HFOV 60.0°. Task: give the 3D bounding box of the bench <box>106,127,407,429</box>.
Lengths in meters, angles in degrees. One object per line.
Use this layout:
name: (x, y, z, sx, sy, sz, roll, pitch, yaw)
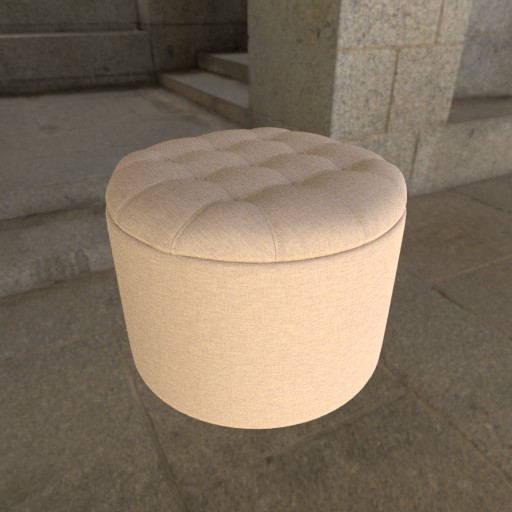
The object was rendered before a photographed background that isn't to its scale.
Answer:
bench: (0.000, 0.000, 0.992, 0.600, 0.454, 0.600, 0, 30, 0)
